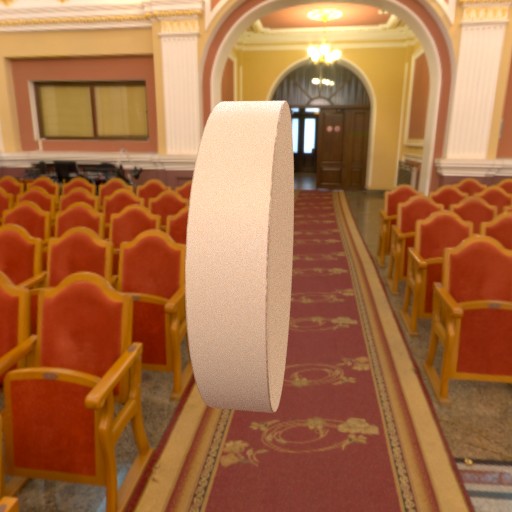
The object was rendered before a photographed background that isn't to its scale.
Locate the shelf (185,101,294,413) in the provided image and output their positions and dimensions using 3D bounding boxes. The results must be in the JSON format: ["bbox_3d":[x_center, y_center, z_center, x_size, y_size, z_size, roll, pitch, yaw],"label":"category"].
[{"bbox_3d":[0.000,0.000,1.222,0.158,0.807,0.806,2,15,8],"label":"shelf"}]
